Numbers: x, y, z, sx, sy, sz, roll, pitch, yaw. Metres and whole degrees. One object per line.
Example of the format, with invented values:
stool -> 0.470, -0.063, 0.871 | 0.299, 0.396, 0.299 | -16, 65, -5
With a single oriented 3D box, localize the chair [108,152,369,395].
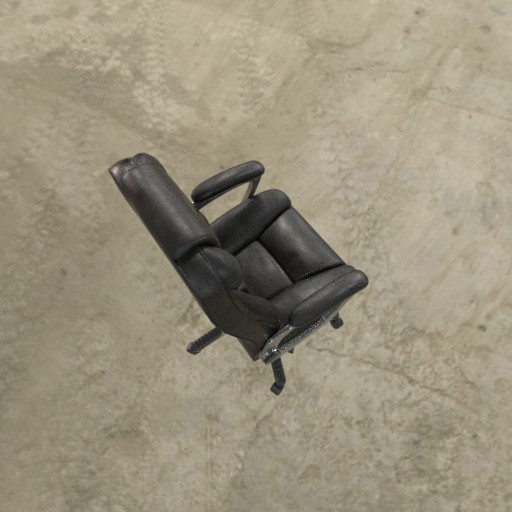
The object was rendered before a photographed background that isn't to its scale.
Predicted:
chair -> 0.000, 0.000, 1.563 | 0.689, 1.075, 0.697 | -31, 64, -17
